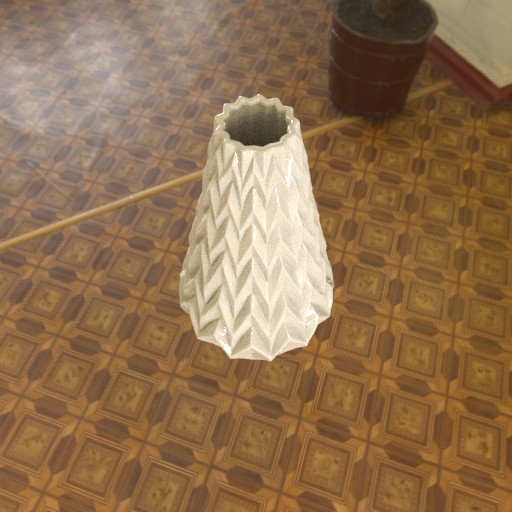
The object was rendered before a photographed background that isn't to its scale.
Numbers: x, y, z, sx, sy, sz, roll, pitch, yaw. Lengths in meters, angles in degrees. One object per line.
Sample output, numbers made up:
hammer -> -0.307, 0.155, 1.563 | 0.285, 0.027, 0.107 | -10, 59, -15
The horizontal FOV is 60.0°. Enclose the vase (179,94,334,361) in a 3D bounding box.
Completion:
vase -> 0.000, 0.000, 0.424 | 0.167, 0.328, 0.167 | 0, 59, 0
